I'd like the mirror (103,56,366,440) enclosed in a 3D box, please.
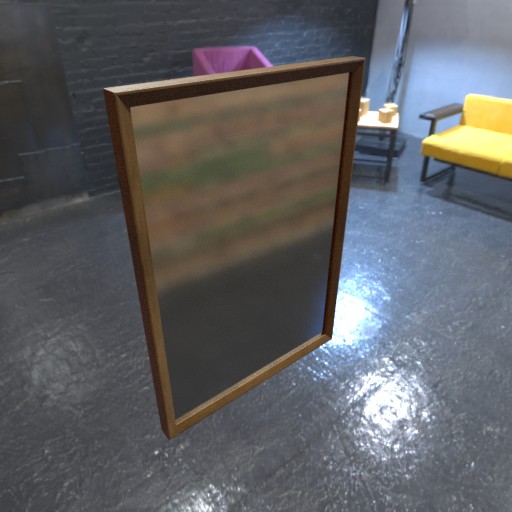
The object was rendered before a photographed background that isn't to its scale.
[{"bbox_3d":[0.000,0.000,0.909,0.508,0.711,0.039,-23,38,-32],"label":"mirror"}]
